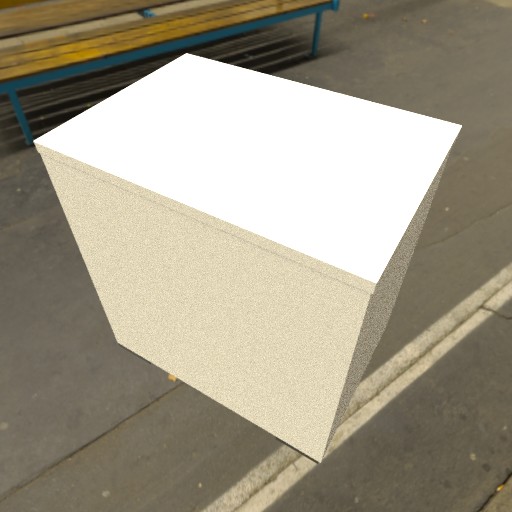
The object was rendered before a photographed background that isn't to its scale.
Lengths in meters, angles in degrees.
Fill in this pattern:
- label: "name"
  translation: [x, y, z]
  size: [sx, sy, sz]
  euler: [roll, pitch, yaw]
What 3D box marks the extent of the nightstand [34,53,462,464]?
- label: "nightstand"
  translation: [0.000, 0.000, 0.727]
  size: [0.441, 0.460, 0.325]
  euler: [24, 51, 21]
